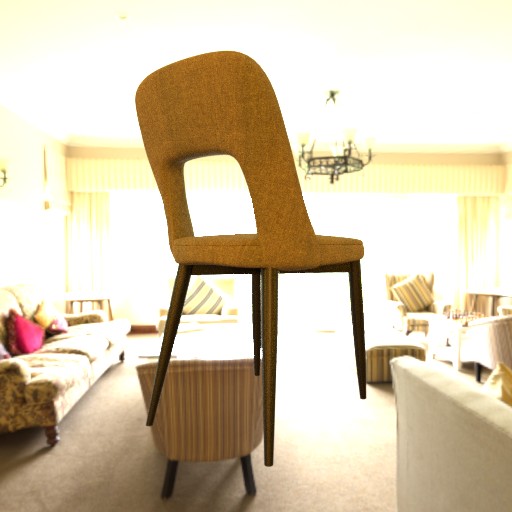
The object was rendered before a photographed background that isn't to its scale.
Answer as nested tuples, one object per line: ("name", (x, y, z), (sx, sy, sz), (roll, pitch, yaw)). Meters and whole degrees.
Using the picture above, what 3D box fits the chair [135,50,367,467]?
("chair", (0.000, 0.000, 1.273), (0.470, 0.931, 0.612), (1, 2, 36))
